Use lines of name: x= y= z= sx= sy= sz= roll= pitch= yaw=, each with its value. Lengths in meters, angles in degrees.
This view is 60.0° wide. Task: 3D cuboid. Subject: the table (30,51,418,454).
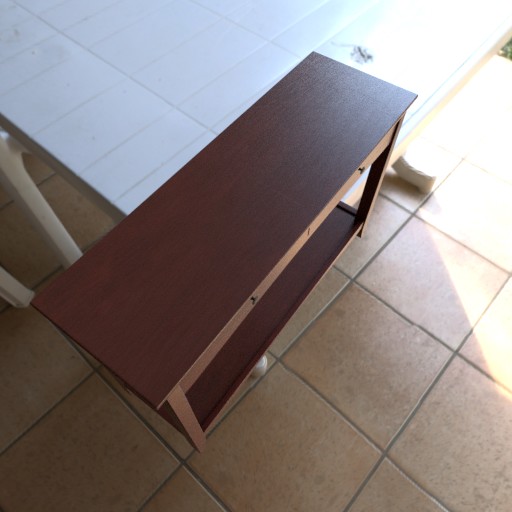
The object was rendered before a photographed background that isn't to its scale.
table: x=0.000 y=0.000 z=1.499 sx=0.392 sy=0.739 sz=1.188 roll=32 pitch=63 yaw=19
